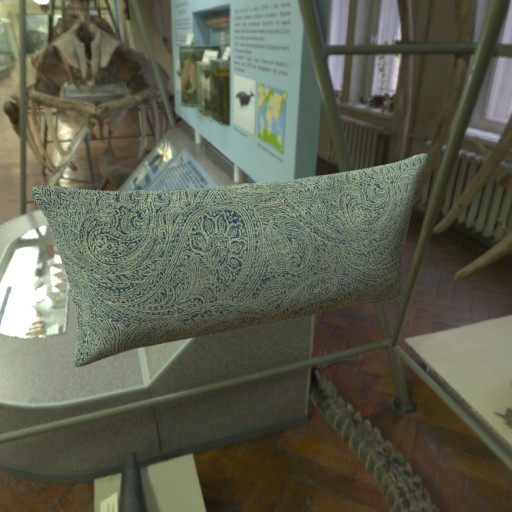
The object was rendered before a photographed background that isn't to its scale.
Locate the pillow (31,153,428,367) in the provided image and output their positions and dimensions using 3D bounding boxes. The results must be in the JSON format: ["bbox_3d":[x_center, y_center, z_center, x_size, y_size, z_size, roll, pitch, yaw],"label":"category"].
[{"bbox_3d":[0.000,0.000,0.726,0.615,0.295,0.151,-8,27,-17],"label":"pillow"}]
